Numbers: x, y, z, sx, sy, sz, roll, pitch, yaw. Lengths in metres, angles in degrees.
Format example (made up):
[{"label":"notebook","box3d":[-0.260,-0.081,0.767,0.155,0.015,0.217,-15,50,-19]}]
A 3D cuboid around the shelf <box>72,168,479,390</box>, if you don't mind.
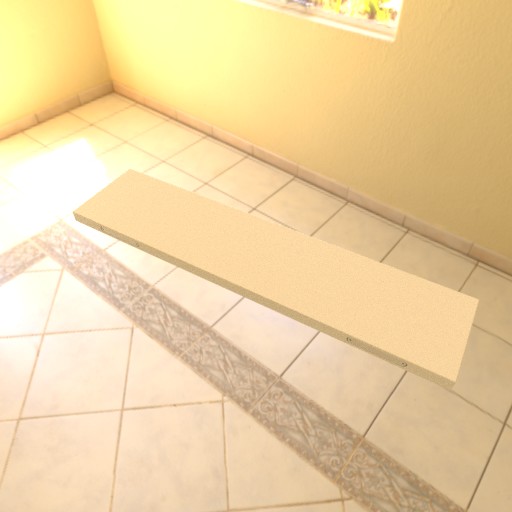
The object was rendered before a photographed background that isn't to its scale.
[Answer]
[{"label":"shelf","box3d":[0.000,0.000,0.664,0.610,0.020,0.140,22,50,20]}]
